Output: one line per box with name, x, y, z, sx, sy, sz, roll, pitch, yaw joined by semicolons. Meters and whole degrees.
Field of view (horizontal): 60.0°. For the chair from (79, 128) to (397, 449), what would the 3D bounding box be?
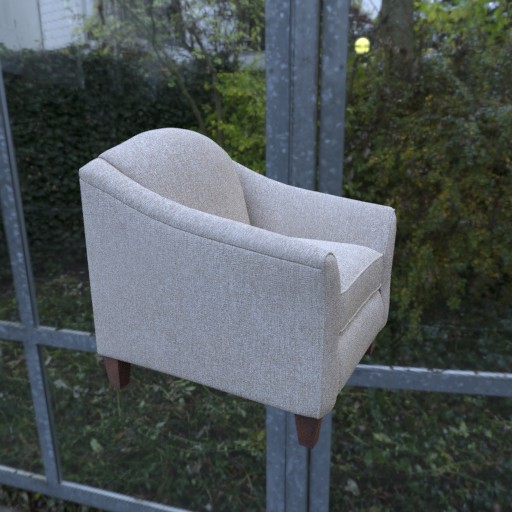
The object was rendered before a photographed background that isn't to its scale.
chair;0.000;0.000;1.501;0.787;0.839;0.763;8;17;27
